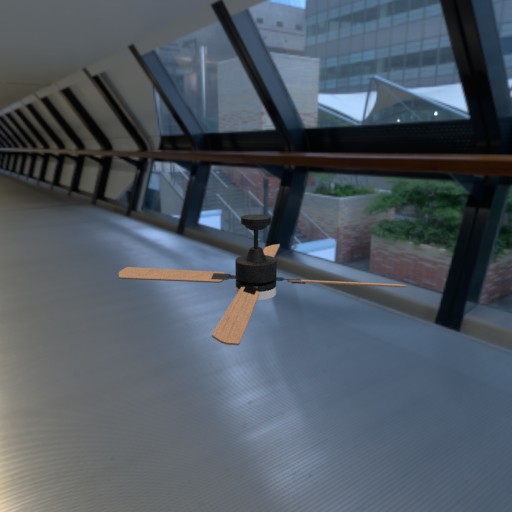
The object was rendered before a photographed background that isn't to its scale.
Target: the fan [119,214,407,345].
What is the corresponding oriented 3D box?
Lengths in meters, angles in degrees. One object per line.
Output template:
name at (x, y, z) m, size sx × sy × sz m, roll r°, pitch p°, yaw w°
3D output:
fan at (0.000, 0.000, 1.991) m, size 1.320 × 0.355 × 1.320 m, roll 2°, pitch 15°, yaw 8°
